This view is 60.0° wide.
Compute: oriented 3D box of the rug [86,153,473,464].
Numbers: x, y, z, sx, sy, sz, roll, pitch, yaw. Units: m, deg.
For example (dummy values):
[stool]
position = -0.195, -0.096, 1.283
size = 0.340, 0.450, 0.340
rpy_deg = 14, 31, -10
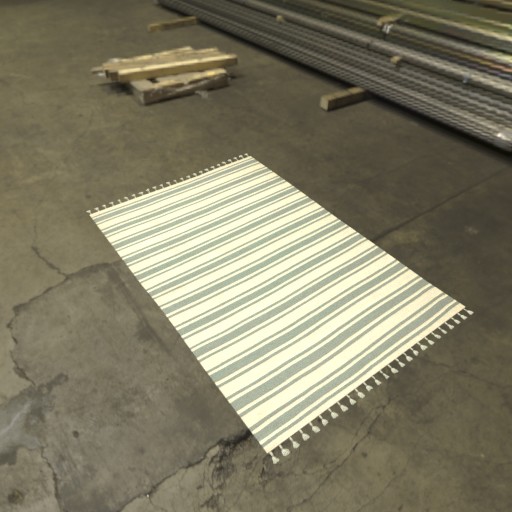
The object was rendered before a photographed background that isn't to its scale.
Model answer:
[rug]
position = 0.000, 0.000, 3.079
size = 1.539, 0.011, 2.410
rpy_deg = -26, 48, -26
